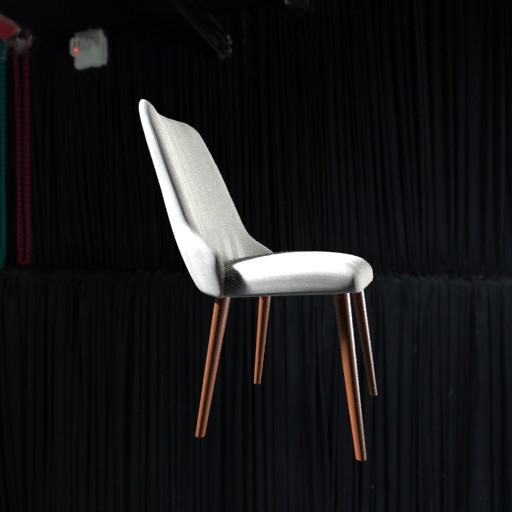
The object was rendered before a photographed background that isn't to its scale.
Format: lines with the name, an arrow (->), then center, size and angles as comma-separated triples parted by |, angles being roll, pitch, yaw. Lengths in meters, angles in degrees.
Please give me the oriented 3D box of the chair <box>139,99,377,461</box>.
chair -> 0.000, 0.000, 1.335 | 0.684, 0.917, 0.526 | 0, 1, 18
